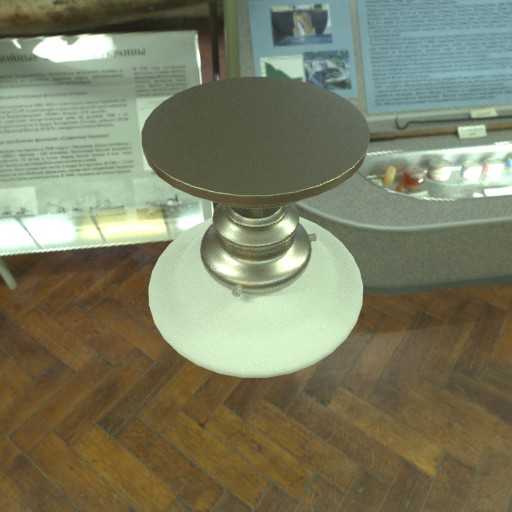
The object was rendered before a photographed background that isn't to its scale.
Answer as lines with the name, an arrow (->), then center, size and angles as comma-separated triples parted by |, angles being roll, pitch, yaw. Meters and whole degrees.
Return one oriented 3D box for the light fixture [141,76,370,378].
light fixture -> 0.000, 0.000, 0.390 | 0.199, 0.254, 0.199 | 0, 46, 0
